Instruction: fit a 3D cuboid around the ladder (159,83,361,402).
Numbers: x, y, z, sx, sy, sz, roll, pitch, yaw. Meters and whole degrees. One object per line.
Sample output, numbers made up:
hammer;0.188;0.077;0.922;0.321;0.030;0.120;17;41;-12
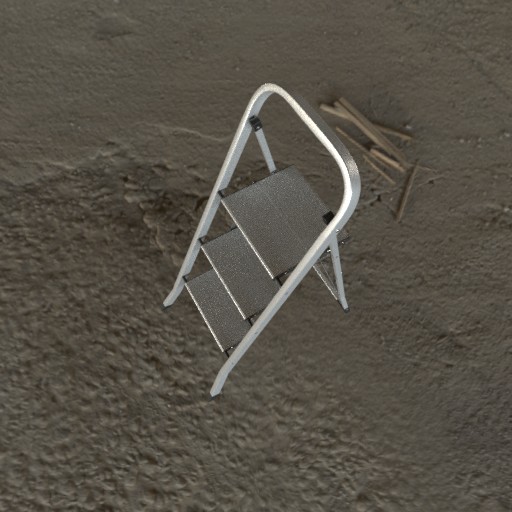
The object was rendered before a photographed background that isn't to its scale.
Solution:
ladder;0.000;0.000;1.442;0.704;1.070;0.465;-28;66;-13
